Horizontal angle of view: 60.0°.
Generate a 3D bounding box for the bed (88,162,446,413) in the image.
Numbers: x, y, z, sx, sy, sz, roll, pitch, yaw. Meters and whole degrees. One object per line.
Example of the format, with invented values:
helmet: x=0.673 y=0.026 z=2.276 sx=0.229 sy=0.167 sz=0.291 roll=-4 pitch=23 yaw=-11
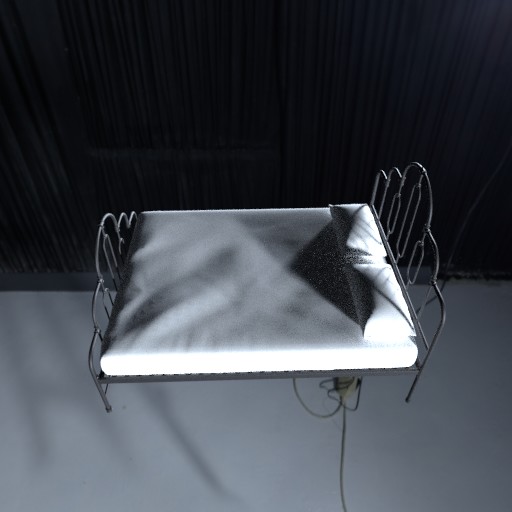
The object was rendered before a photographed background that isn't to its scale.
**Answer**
bed: x=0.000 y=0.000 z=3.269 sx=2.163 sy=1.429 sz=1.640 roll=-1 pitch=42 yaw=-1
